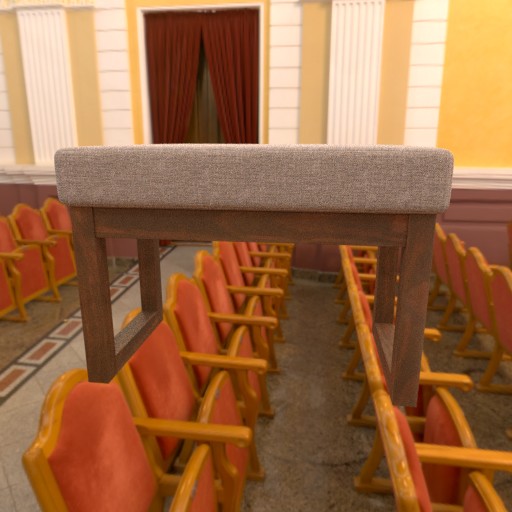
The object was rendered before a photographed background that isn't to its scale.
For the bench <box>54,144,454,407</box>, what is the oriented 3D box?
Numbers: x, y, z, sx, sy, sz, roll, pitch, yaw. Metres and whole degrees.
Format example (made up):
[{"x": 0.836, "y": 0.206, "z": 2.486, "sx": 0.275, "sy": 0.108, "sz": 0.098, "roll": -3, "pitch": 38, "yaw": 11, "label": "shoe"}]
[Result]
[{"x": 0.000, "y": 0.000, "z": 0.959, "sx": 0.681, "sy": 0.467, "sz": 0.366, "roll": 2, "pitch": 15, "yaw": 7, "label": "bench"}]
